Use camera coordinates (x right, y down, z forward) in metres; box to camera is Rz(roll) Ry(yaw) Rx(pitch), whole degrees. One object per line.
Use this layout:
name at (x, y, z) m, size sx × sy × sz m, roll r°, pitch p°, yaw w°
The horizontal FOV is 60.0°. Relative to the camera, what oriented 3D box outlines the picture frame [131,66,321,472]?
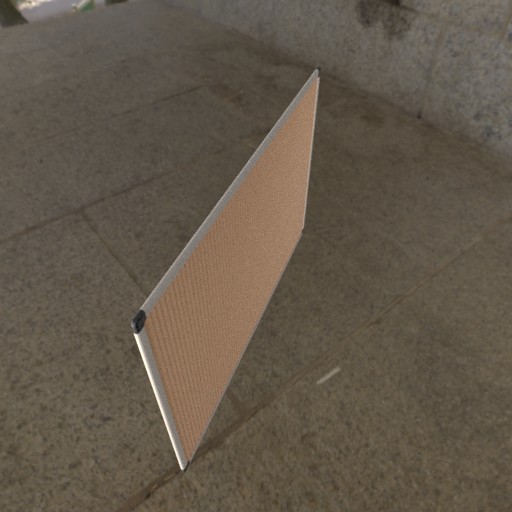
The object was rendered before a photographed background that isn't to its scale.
picture frame at (0.000, 0.000, 1.109) m, size 0.010 × 0.600 × 0.900 m, roll 16°, pitch 48°, yaw 15°
